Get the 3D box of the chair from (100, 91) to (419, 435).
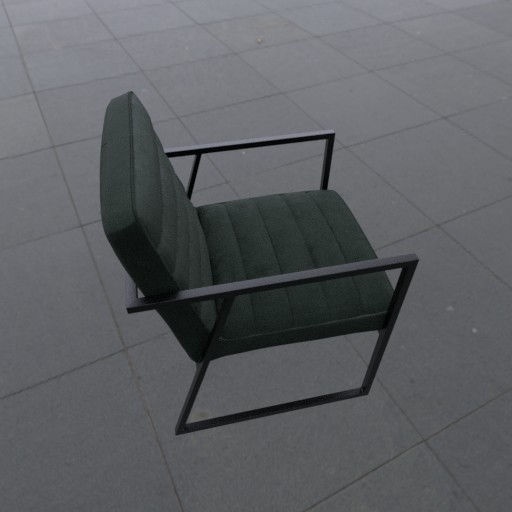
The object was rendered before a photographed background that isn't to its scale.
[{"bbox_3d":[0.000,0.000,1.266,0.677,0.833,0.571,-9,46,-8],"label":"chair"}]
